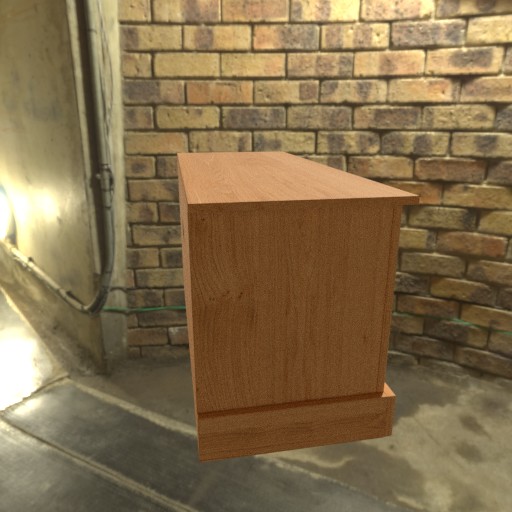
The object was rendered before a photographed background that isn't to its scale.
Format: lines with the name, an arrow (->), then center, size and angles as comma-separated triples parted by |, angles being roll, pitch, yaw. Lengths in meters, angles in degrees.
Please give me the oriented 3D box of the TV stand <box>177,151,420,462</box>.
TV stand -> 0.000, 0.000, 1.384 | 0.440, 0.550, 1.080 | -3, 18, -10
